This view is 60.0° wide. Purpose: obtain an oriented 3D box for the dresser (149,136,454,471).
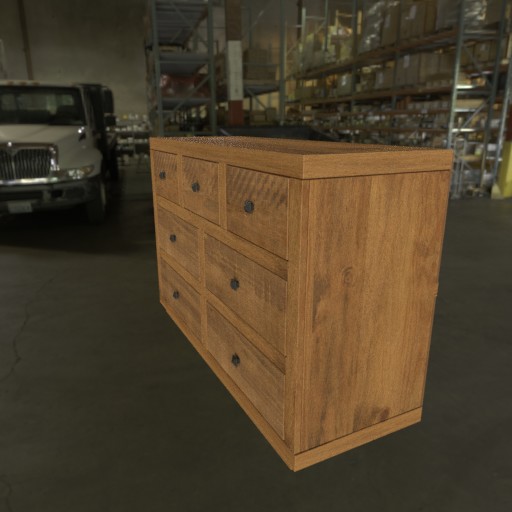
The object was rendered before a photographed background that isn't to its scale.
[{"bbox_3d":[0.000,0.000,1.653,0.479,0.825,1.261,-8,19,-26],"label":"dresser"}]
